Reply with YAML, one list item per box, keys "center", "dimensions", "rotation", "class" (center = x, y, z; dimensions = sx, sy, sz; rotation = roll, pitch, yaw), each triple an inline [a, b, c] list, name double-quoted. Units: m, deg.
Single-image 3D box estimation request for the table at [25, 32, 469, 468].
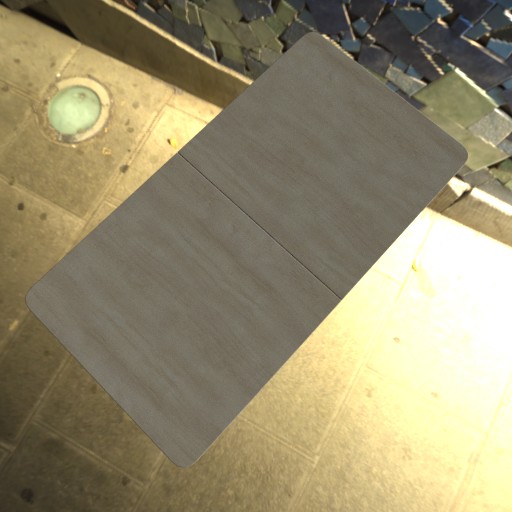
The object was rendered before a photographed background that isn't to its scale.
- center: [0.000, 0.000, 1.905]
  dimensions: [0.750, 0.900, 1.400]
  rotation: [43, 80, 10]
  class: "table"
